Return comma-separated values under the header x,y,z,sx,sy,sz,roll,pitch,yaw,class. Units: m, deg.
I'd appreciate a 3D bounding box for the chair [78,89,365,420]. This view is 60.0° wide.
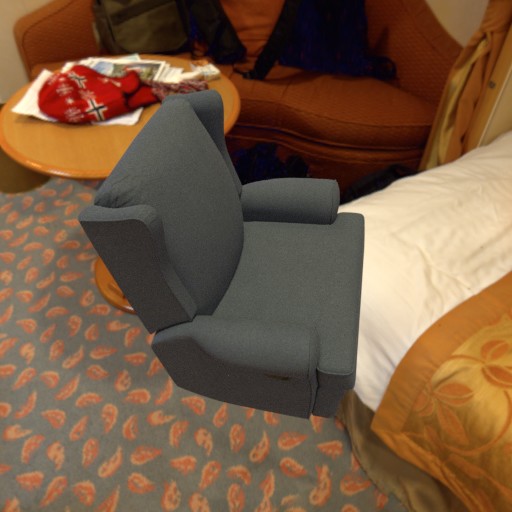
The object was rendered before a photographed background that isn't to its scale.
x,y,z,sx,sy,sz,roll,pitch,yaw,class
0.000,0.000,1.756,0.877,1.020,0.971,9,47,8,chair
